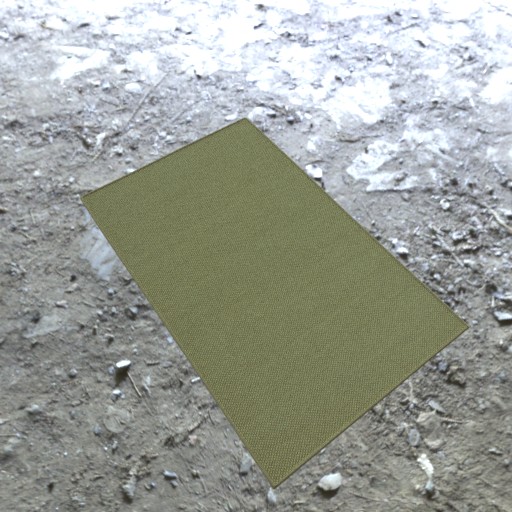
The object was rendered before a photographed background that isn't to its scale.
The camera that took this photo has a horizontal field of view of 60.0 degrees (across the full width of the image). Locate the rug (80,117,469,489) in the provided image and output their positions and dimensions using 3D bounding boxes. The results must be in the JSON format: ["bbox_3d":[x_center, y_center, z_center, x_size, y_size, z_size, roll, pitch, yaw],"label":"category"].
[{"bbox_3d":[0.000,0.000,2.109,1.067,0.013,1.676,-31,62,-19],"label":"rug"}]
